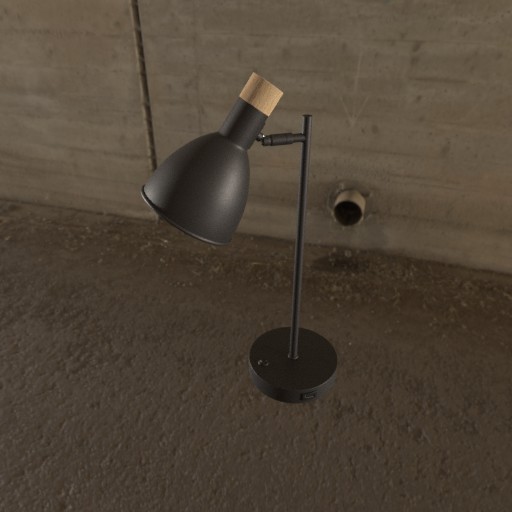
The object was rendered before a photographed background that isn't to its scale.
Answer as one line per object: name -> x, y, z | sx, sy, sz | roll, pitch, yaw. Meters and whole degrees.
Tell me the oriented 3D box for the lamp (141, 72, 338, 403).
lamp -> 0.000, 0.000, 0.623 | 0.287, 0.483, 0.152 | -9, 33, -14
